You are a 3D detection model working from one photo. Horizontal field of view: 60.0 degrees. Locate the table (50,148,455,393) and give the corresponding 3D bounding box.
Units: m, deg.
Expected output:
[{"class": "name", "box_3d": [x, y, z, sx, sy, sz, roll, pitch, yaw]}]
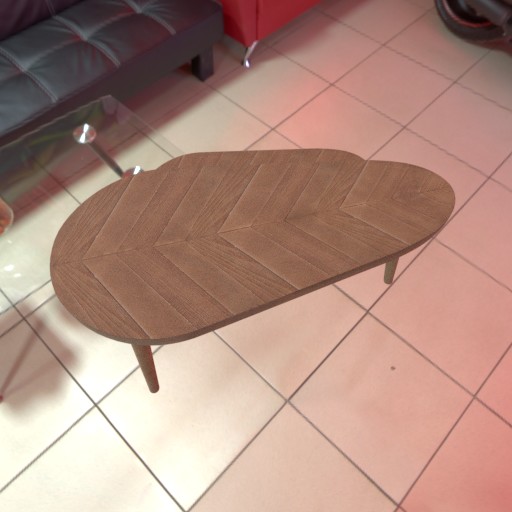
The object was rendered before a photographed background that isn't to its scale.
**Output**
[{"class": "table", "box_3d": [0.000, 0.000, 1.569, 1.190, 0.595, 0.701, -12, 60, -7]}]
